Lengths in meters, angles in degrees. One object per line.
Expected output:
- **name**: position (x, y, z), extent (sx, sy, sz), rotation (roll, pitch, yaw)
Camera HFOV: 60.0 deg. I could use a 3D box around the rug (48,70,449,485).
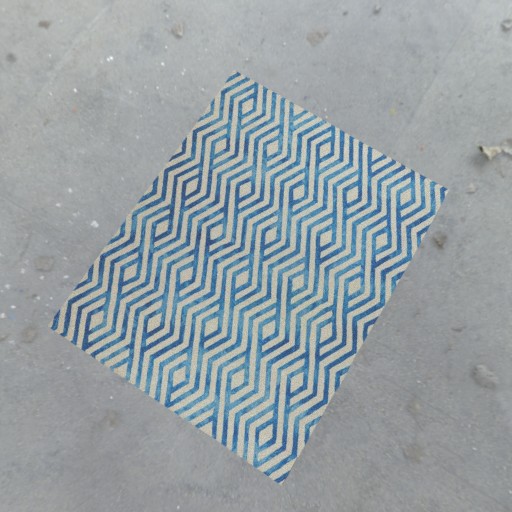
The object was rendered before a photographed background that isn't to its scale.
- **rug**: position (0.000, 0.000, 4.083), extent (2.453, 0.008, 3.059), rotation (32, 79, 7)
